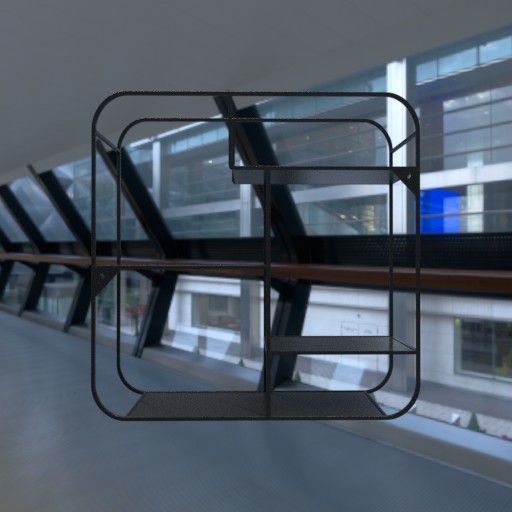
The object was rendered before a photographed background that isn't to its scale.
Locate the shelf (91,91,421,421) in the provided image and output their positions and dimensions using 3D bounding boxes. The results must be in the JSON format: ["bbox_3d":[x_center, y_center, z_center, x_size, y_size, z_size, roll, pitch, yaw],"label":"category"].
[{"bbox_3d":[0.000,0.000,0.888,0.600,0.600,0.160,0,0,-1],"label":"shelf"}]
